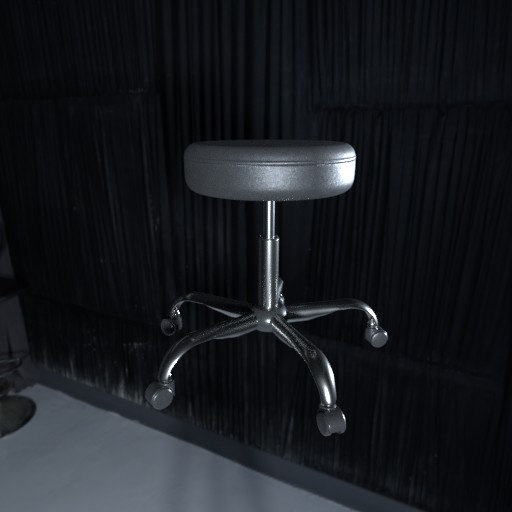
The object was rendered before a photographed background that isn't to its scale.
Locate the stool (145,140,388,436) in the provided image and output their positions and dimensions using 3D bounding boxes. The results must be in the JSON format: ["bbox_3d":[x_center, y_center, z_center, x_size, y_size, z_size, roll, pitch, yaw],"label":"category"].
[{"bbox_3d":[0.000,0.000,1.155,0.638,0.576,0.673,9,19,26],"label":"stool"}]
